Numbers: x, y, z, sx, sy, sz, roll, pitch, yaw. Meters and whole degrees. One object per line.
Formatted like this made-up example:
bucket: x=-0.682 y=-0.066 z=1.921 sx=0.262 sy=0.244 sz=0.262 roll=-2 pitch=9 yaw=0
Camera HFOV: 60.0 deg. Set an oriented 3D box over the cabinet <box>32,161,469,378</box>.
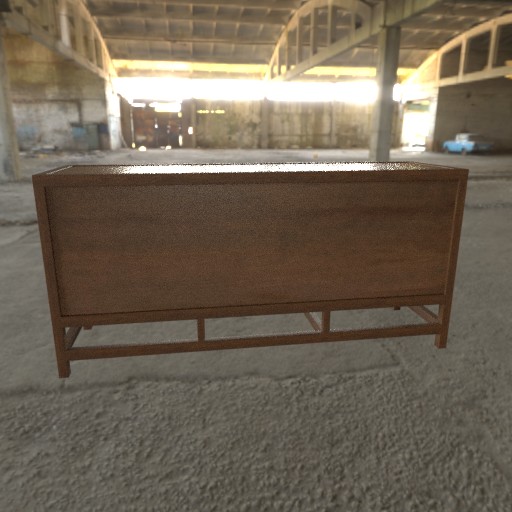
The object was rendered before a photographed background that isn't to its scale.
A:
cabinet: x=0.000 y=0.000 z=2.072 sx=1.708 sy=0.820 sz=0.522 roll=-2 pitch=16 yaw=-8
